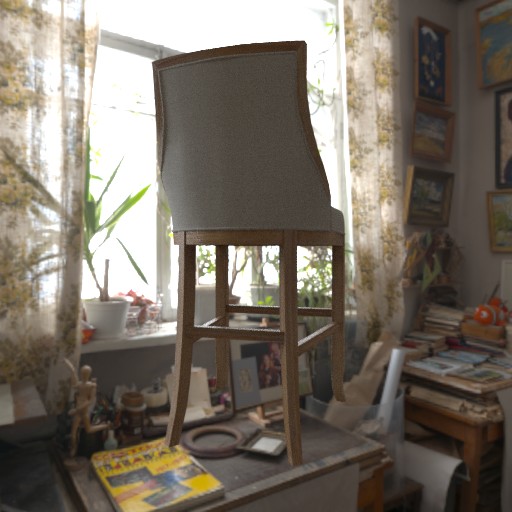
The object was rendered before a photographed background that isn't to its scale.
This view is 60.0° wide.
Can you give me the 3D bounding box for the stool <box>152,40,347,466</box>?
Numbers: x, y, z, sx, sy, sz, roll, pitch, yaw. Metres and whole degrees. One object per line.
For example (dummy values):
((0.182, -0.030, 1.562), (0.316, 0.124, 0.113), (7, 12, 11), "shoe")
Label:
((0.000, 0.000, 1.452), (0.524, 1.101, 0.626), (0, 1, 17), "stool")
